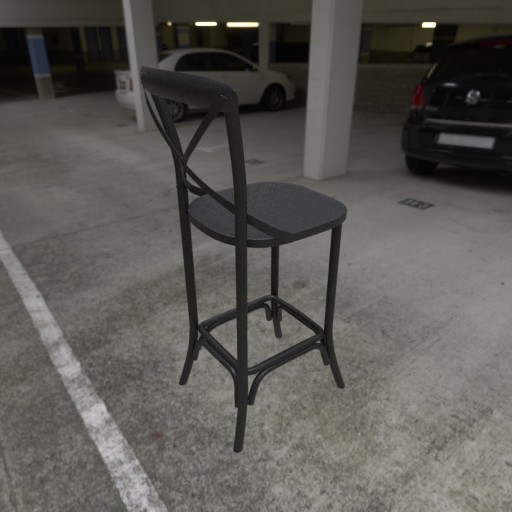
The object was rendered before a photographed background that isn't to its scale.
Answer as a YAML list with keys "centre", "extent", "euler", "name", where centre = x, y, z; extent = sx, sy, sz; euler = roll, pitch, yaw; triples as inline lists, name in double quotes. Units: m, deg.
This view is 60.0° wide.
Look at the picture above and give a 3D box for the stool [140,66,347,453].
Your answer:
- centre: [0.000, 0.000, 1.459]
  extent: [0.584, 1.168, 0.457]
  euler: [-19, 33, -32]
  name: "stool"
